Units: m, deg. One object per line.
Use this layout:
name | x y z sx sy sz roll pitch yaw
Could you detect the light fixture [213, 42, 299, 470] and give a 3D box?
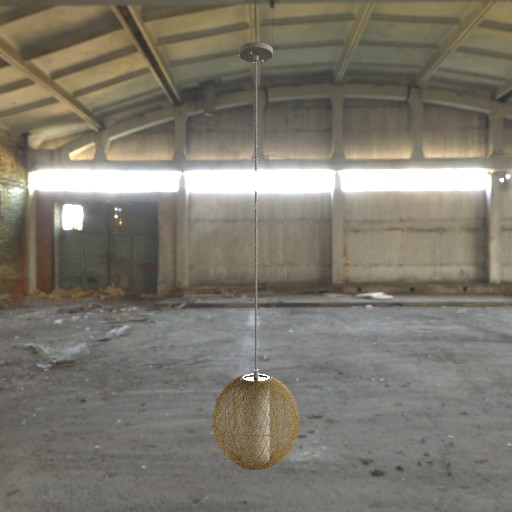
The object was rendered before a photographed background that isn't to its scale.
light fixture | 0.000 0.000 2.101 0.406 1.955 0.407 0 0 1
